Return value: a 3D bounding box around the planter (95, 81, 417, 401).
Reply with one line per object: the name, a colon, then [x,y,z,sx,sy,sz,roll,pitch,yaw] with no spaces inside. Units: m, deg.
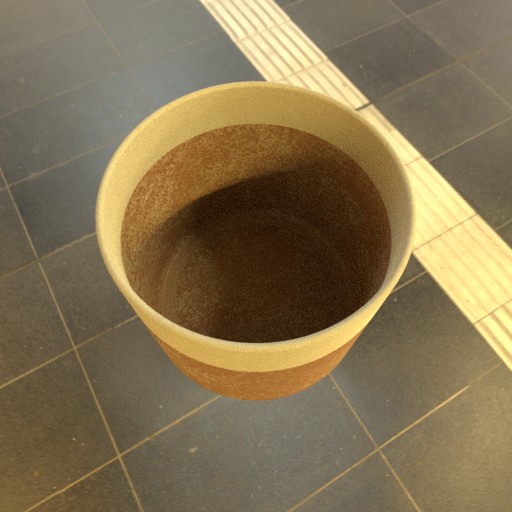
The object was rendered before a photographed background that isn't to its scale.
planter: [0.000,0.000,0.281,0.159,0.138,0.159,0,63,0]
